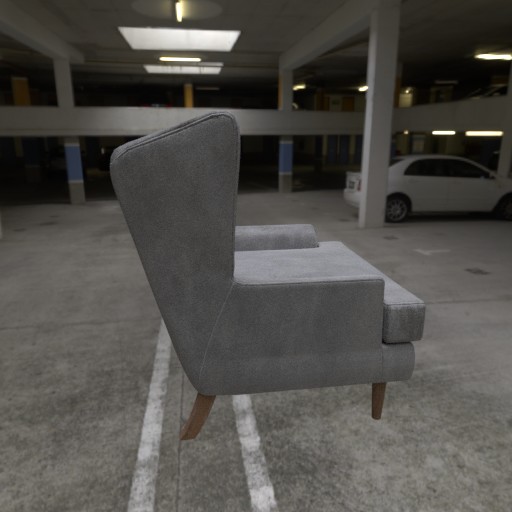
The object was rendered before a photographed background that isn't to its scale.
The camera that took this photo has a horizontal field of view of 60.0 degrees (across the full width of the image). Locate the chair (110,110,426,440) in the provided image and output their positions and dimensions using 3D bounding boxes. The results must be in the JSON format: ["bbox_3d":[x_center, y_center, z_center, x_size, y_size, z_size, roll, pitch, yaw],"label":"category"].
[{"bbox_3d":[0.000,0.000,1.571,0.906,0.950,0.784,-2,16,-8],"label":"chair"}]
